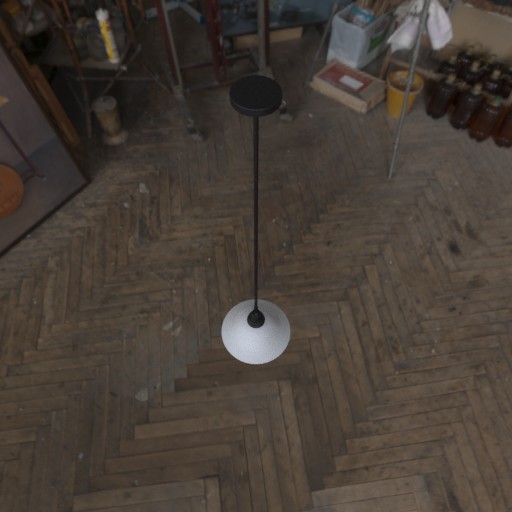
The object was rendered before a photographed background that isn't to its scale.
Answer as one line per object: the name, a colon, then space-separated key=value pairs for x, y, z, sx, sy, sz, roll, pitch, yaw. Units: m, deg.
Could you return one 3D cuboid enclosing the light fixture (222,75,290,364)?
light fixture: x=0.000 y=0.000 z=1.517 sx=0.324 sy=1.337 sz=0.324 roll=-1 pitch=58 yaw=-1
